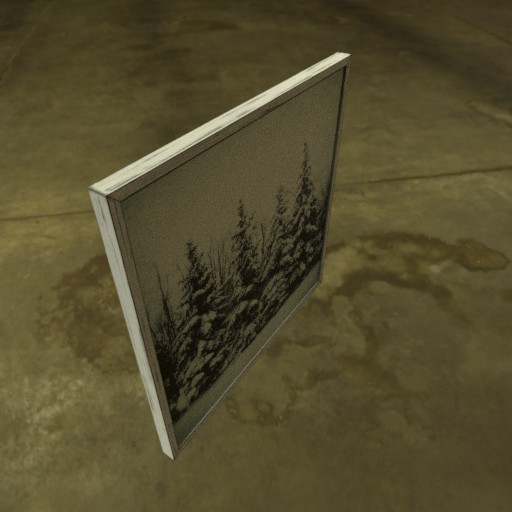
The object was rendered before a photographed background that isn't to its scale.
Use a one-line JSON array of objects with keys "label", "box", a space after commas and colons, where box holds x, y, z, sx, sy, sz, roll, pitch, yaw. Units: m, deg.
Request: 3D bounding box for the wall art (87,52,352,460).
[{"label": "wall art", "box": [0.000, 0.000, 1.083, 0.037, 0.761, 0.761, 24, 46, 26]}]
